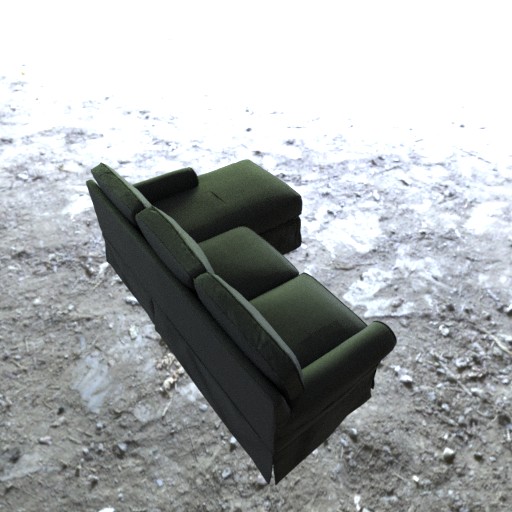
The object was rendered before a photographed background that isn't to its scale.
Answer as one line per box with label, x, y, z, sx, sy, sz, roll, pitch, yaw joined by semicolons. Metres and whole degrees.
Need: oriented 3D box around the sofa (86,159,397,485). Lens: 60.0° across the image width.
sofa;0.000;0.000;3.377;1.637;1.039;2.518;-26;47;-27
